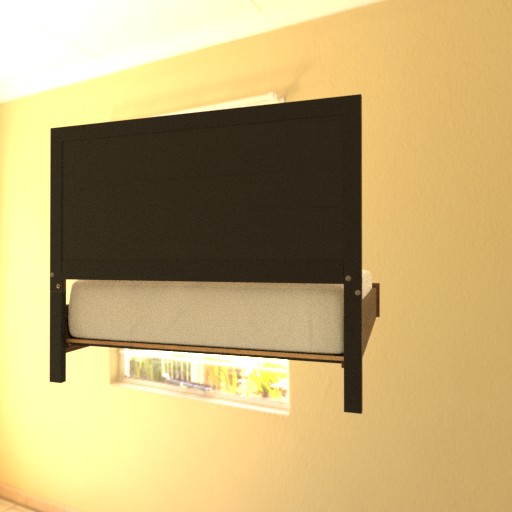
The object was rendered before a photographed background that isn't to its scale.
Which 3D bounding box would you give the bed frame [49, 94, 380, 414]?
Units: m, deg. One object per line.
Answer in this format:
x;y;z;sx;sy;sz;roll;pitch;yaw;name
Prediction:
0.000;0.000;3.298;1.696;1.417;2.276;0;0;18;bed frame
